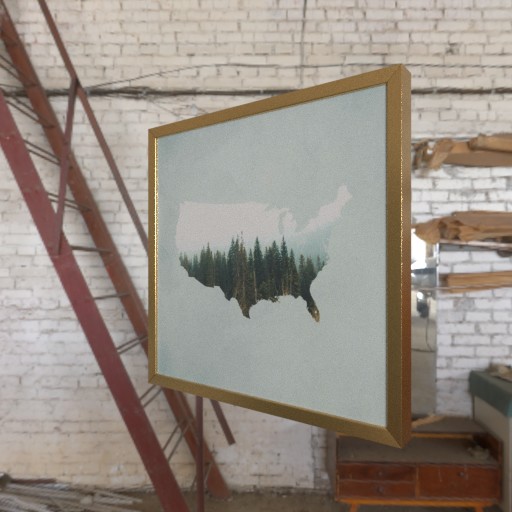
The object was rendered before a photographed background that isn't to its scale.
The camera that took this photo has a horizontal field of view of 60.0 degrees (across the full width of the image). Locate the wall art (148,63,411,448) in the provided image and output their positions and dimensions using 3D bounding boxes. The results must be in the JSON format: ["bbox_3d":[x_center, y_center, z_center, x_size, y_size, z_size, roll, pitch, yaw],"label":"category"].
[{"bbox_3d":[0.000,0.000,0.753,0.509,0.509,0.040,0,0,37],"label":"wall art"}]
